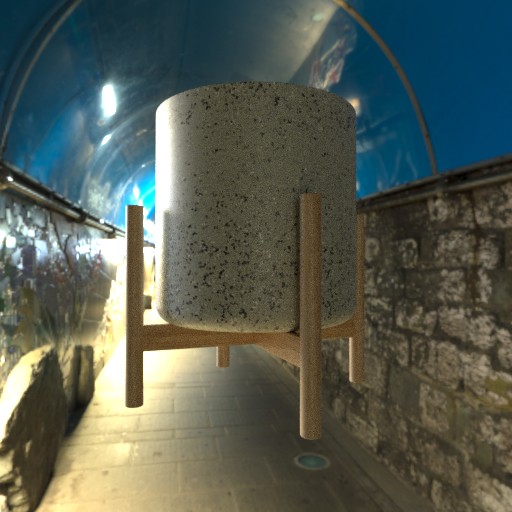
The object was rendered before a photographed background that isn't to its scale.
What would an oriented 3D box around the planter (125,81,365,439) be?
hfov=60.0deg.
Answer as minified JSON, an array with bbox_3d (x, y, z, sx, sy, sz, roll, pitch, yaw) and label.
[{"bbox_3d":[0.000,0.000,0.685,0.360,0.419,0.360,0,-1,2],"label":"planter"}]
